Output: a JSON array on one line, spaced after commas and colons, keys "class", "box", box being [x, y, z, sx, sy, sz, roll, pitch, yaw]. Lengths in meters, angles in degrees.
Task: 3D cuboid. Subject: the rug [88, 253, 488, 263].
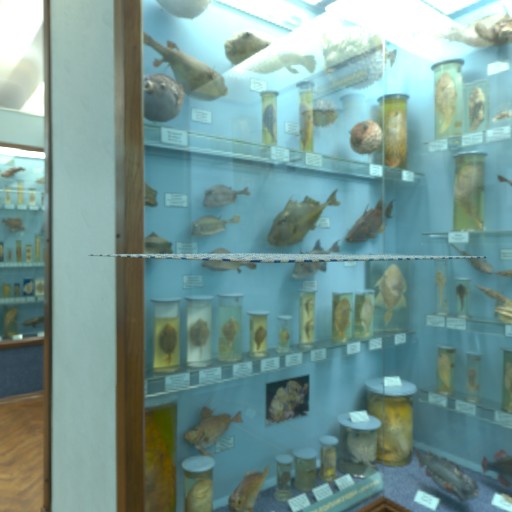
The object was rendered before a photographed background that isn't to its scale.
[{"class": "rug", "box": [0.000, 0.000, 2.349, 1.225, 0.008, 1.830, -1, 1, -36]}]
